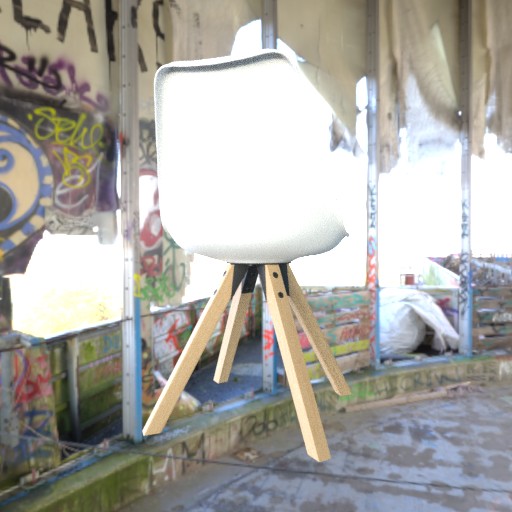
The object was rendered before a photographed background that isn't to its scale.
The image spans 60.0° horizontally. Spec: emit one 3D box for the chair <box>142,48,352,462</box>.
[{"bbox_3d":[0.000,0.000,1.177,0.485,0.850,0.550,0,1,18],"label":"chair"}]
